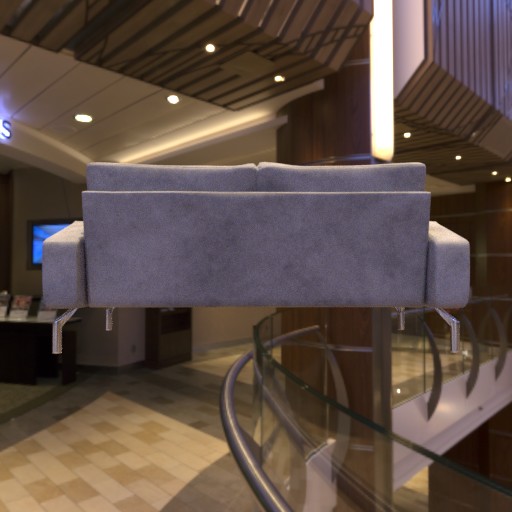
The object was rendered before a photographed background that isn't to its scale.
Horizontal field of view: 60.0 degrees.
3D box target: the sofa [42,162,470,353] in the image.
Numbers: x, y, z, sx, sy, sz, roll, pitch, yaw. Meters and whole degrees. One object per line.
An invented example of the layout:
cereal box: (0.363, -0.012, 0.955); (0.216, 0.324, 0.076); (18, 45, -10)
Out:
sofa: (0.000, 0.000, 2.309); (1.837, 0.859, 0.849); (0, -1, -1)
